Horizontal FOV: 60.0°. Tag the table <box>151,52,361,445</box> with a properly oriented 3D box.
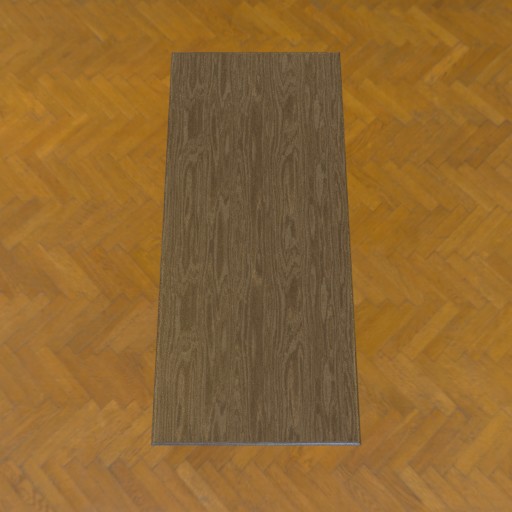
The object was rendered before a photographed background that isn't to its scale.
[{"bbox_3d":[0.000,0.000,1.787,0.599,0.780,1.300,0,76,0],"label":"table"}]
